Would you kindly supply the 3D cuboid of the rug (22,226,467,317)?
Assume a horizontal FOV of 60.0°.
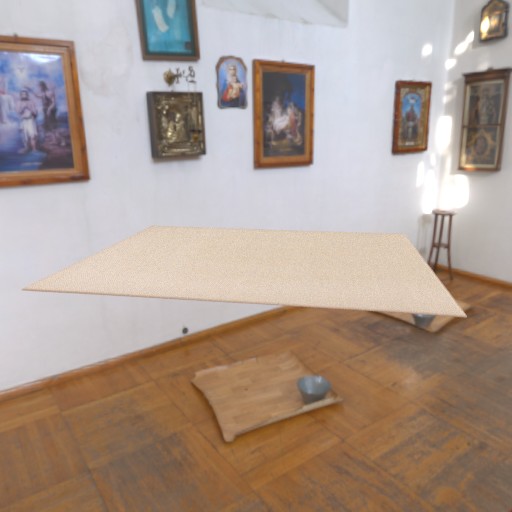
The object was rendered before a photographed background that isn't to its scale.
[{"bbox_3d":[0.000,0.000,4.126,3.039,0.018,2.462,2,15,9],"label":"rug"}]
